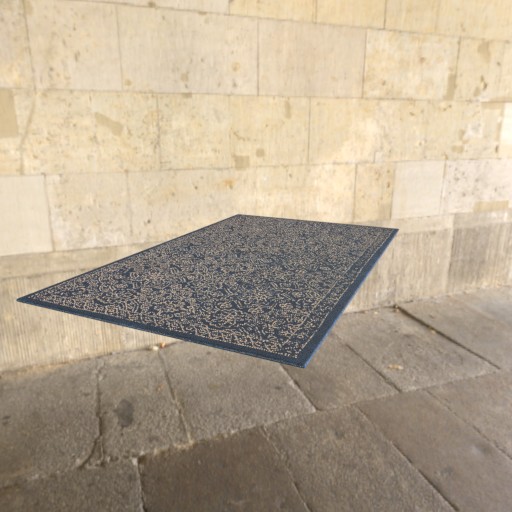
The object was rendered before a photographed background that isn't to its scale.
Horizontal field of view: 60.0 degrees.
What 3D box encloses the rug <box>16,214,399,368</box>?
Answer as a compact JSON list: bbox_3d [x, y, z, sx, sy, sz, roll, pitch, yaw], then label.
[{"bbox_3d":[0.000,0.000,2.976,1.526,0.015,2.441,8,18,24],"label":"rug"}]
